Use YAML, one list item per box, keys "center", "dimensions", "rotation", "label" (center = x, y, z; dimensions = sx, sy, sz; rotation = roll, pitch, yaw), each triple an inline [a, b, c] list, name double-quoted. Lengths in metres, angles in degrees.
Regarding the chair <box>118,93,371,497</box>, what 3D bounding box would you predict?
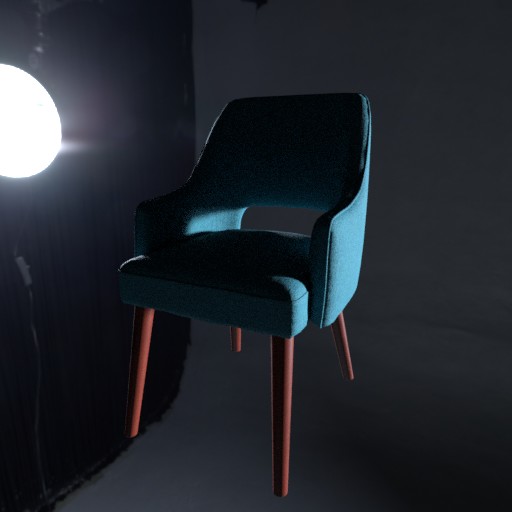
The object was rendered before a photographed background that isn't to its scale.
- center: [0.000, 0.000, 1.169]
  dimensions: [0.548, 0.849, 0.605]
  rotation: [8, 17, 27]
  label: "chair"
